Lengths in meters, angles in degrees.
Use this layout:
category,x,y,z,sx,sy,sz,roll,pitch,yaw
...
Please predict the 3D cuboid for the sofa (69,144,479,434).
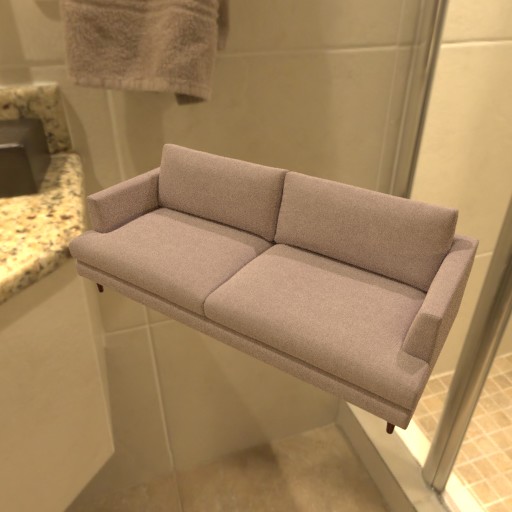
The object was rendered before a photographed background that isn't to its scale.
category,x,y,z,sx,sy,sz,roll,pitch,yaw
sofa,0.000,0.000,2.668,2.250,0.868,1.020,19,36,28
